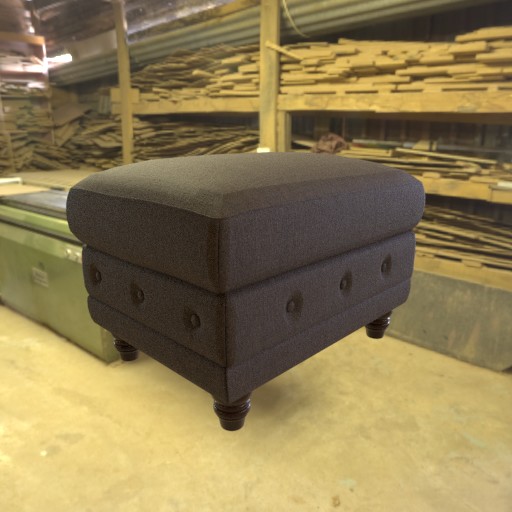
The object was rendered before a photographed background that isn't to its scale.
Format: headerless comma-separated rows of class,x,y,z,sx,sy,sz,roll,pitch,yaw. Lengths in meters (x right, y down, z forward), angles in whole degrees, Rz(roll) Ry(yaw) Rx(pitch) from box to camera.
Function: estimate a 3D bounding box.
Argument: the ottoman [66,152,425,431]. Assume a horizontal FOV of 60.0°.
ottoman,0.000,0.000,1.237,0.599,0.555,0.809,15,22,42
